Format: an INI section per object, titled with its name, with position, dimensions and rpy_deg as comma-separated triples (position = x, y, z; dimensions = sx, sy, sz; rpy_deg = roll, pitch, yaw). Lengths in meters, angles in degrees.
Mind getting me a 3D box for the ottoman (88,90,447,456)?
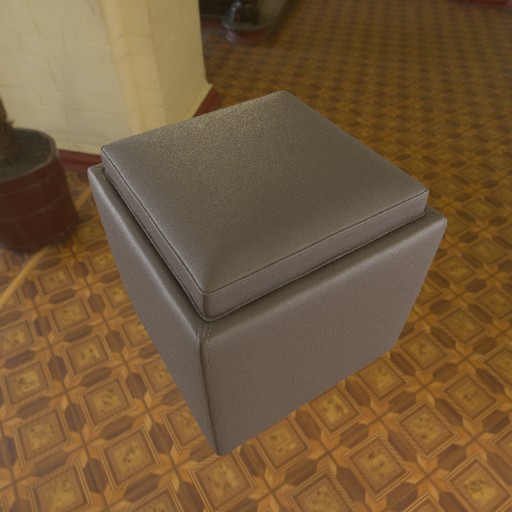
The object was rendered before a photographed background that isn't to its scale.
[ottoman]
position = 0.000, 0.000, 0.844
dimensions = 0.451, 0.460, 0.450
rpy_deg = -25, 51, -22
